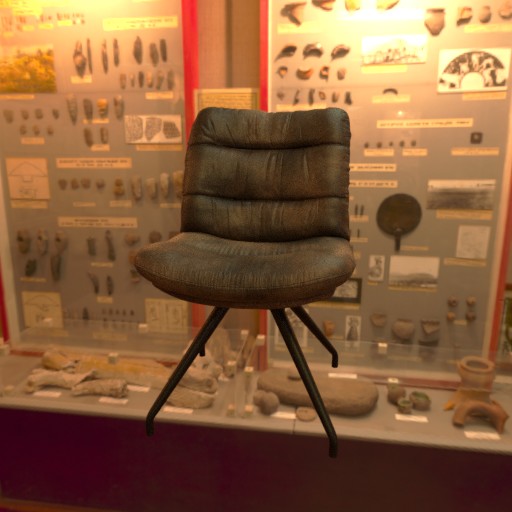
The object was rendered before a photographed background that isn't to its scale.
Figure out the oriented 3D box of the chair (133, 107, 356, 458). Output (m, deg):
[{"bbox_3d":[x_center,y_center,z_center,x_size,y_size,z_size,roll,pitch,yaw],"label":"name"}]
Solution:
[{"bbox_3d":[0.000,0.000,1.274,0.549,0.870,0.622,2,14,10],"label":"chair"}]
